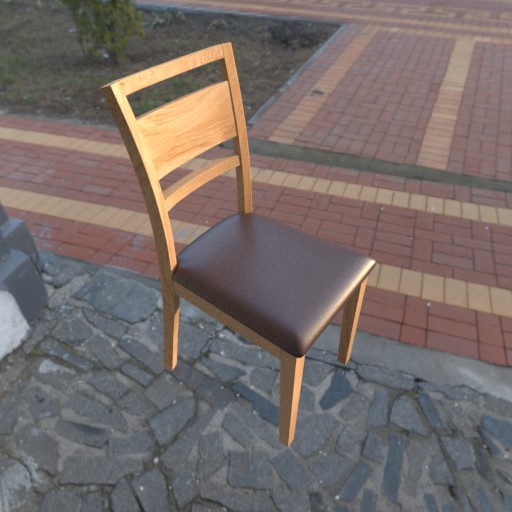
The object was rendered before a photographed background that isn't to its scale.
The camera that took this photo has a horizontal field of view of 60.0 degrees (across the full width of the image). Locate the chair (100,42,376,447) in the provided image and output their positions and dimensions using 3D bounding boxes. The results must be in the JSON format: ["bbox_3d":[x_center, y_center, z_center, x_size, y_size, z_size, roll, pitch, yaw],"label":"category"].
[{"bbox_3d":[0.000,0.000,1.214,0.545,0.940,0.420,25,47,27],"label":"chair"}]
